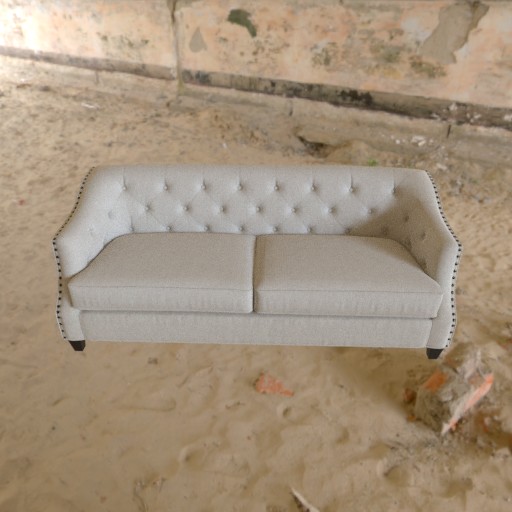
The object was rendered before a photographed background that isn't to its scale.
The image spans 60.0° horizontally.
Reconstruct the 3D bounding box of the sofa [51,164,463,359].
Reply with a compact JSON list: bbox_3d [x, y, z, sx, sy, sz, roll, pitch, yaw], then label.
[{"bbox_3d":[0.000,0.000,2.752,2.235,0.901,0.914,1,32,2],"label":"sofa"}]
